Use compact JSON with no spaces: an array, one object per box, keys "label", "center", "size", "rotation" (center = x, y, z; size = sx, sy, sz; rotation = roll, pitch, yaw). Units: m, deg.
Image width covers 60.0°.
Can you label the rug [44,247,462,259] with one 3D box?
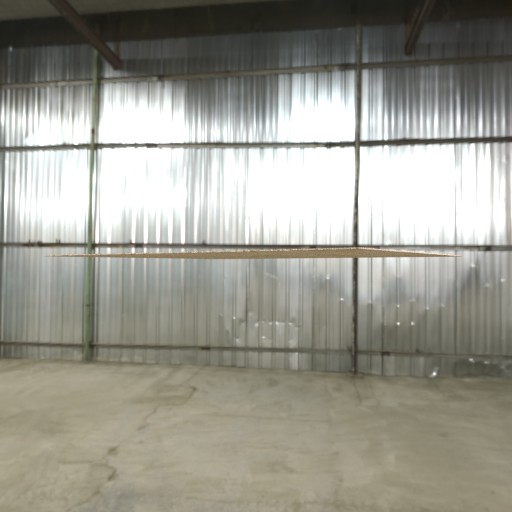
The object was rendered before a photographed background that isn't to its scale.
[{"label":"rug","center":[0.000,0.000,3.919],"size":[2.939,0.009,2.313],"rotation":[-1,-1,36]}]
